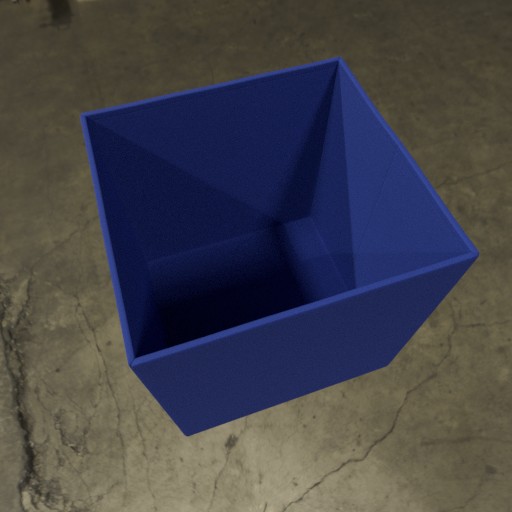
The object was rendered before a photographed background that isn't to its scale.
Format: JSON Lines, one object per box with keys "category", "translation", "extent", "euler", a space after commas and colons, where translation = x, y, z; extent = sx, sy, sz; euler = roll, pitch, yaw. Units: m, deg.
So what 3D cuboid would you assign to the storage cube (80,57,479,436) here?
{"category": "storage cube", "translation": [0.000, 0.000, 0.493], "extent": [0.270, 0.280, 0.270], "euler": [-16, 60, -10]}
